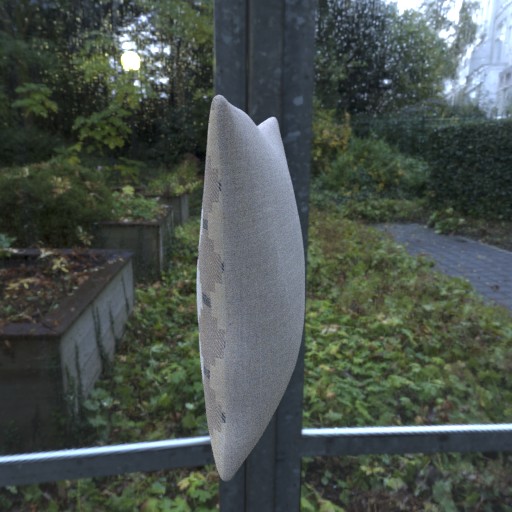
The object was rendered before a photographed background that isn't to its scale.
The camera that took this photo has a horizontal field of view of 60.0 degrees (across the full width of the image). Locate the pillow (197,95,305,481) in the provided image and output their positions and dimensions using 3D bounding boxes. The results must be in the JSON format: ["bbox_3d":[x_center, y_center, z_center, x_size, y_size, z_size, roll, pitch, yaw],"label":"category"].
[{"bbox_3d":[0.000,0.000,0.865,0.192,0.558,0.578,2,13,9],"label":"pillow"}]
